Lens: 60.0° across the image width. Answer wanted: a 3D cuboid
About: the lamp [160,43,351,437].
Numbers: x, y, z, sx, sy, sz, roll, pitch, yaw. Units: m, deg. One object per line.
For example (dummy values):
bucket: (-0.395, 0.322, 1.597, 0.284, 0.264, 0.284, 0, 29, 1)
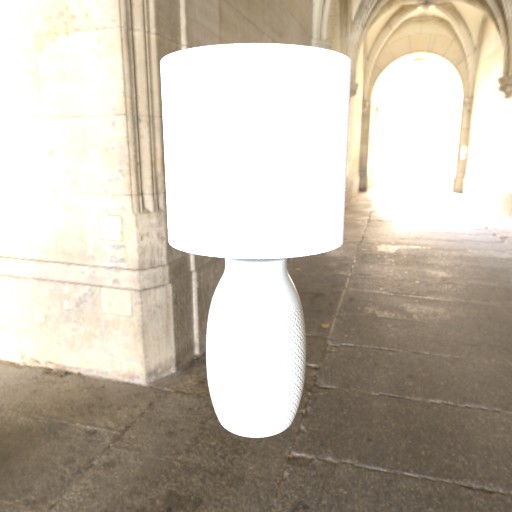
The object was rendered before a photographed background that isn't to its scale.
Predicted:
lamp: (0.000, 0.000, 0.564, 0.217, 0.453, 0.217, -7, 15, -28)
